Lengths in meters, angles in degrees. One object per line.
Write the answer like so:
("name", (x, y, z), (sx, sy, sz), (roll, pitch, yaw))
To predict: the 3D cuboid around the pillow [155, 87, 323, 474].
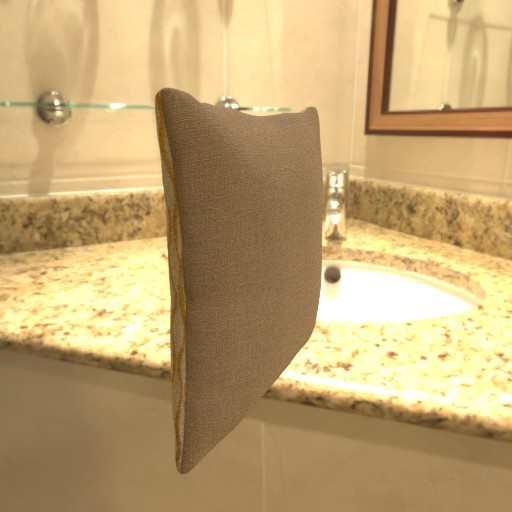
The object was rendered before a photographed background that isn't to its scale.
("pillow", (0.000, 0.000, 0.651), (0.159, 0.436, 0.429), (8, 18, 24))
